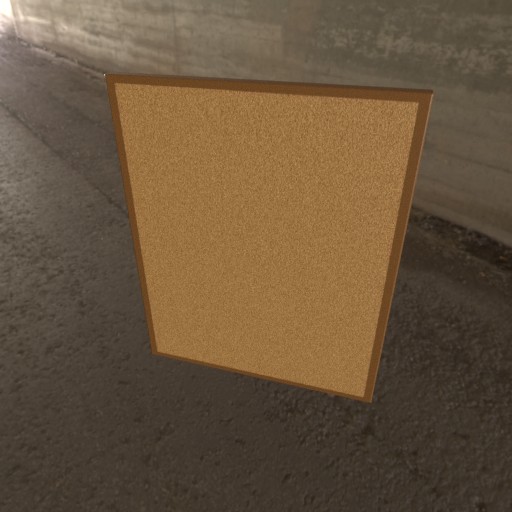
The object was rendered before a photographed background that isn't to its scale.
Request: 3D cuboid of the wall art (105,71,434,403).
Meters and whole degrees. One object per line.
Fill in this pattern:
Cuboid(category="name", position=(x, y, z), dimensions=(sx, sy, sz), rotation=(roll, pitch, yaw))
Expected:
Cuboid(category="wall art", position=(0.000, 0.000, 0.736), dimensions=(0.449, 0.550, 0.021), rotation=(9, 33, 14))
